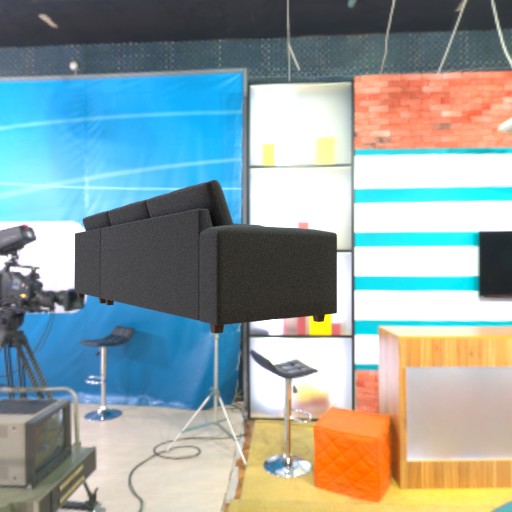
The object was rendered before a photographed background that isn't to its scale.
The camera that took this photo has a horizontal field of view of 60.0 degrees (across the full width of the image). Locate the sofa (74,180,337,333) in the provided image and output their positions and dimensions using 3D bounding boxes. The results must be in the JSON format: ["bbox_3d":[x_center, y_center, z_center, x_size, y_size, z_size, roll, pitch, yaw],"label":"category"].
[{"bbox_3d":[0.000,0.000,4.713,2.895,0.965,3.277,0,-1,-36],"label":"sofa"}]
